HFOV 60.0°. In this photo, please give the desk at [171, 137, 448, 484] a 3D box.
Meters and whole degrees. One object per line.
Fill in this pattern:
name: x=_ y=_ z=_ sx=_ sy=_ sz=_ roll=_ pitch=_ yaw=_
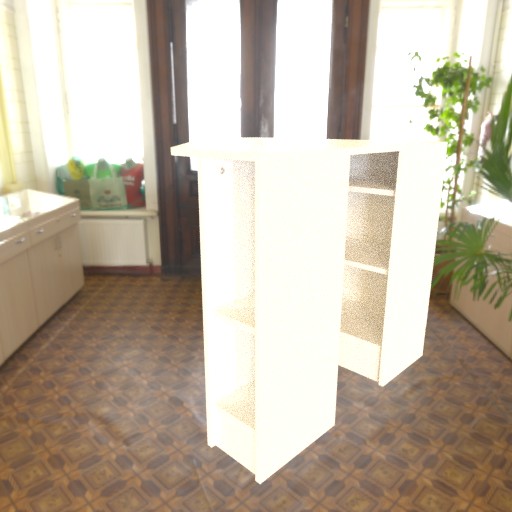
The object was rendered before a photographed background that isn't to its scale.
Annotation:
desk: x=0.000 y=0.000 z=1.639 sx=0.940 sy=0.818 sz=0.926 roll=15 pitch=22 yaw=42
